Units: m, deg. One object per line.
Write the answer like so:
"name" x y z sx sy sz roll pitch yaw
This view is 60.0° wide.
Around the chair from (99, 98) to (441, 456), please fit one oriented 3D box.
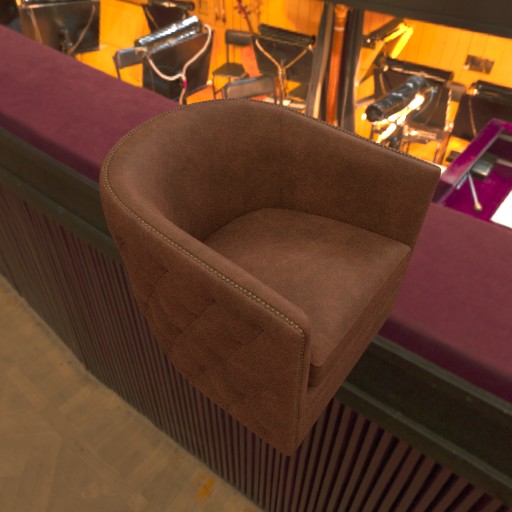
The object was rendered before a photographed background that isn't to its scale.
"chair" 0.000 0.000 1.549 0.870 0.790 0.850 27 49 26
